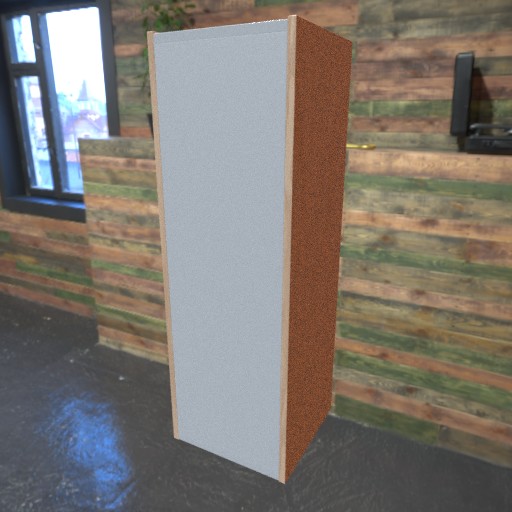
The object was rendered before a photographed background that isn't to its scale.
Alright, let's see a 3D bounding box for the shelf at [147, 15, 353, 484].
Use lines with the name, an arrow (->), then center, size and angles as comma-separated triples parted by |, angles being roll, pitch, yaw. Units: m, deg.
shelf -> 0.000, 0.000, 1.004 | 0.300, 0.900, 0.290 | 9, 20, 27
